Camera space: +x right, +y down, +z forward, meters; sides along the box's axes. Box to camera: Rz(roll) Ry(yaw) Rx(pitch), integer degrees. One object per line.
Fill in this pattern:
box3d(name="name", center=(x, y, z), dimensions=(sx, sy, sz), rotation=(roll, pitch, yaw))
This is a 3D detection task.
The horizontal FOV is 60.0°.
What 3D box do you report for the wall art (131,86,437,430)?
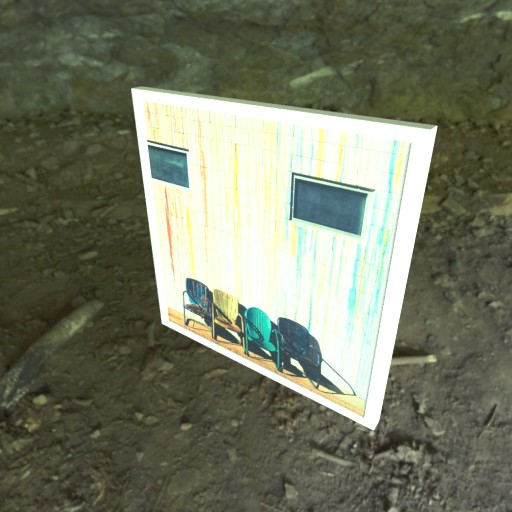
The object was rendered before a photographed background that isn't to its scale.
box3d(name="wall art", center=(0.000, 0.000, 1.149), dimensions=(0.760, 0.760, 0.036), rotation=(19, 35, 30))
